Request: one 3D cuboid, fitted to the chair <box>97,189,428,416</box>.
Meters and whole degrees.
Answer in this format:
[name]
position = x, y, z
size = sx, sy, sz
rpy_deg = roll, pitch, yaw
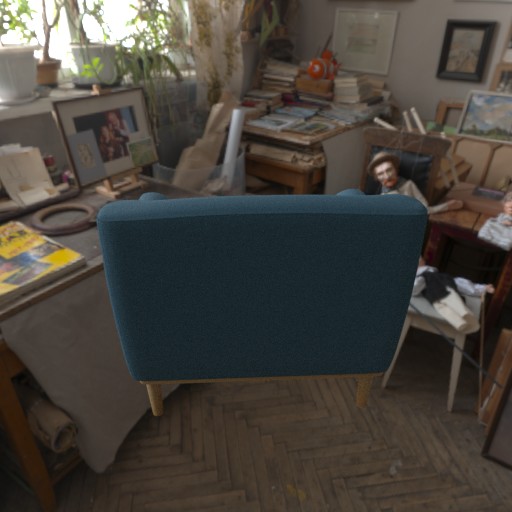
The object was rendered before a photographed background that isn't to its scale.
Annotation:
[chair]
position = 0.000, 0.000, 1.644
size = 0.946, 0.818, 0.951
rpy_deg = -1, 30, -2
